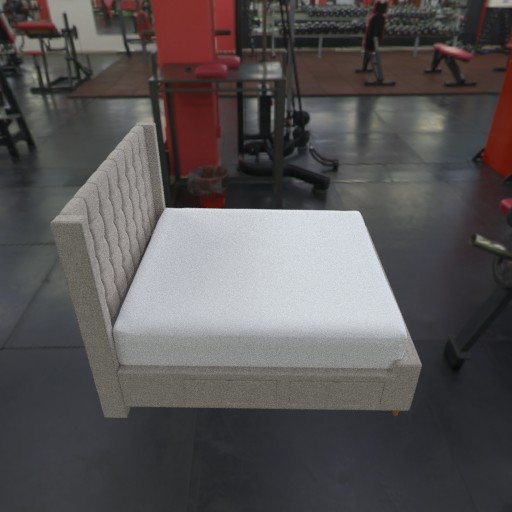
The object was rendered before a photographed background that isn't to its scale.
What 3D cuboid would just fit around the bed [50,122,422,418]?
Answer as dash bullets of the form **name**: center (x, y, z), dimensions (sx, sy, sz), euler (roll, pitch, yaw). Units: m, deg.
- **bed**: center (0.000, 0.000, 3.849), dimensions (2.372, 1.748, 2.044), euler (1, 32, 1)
